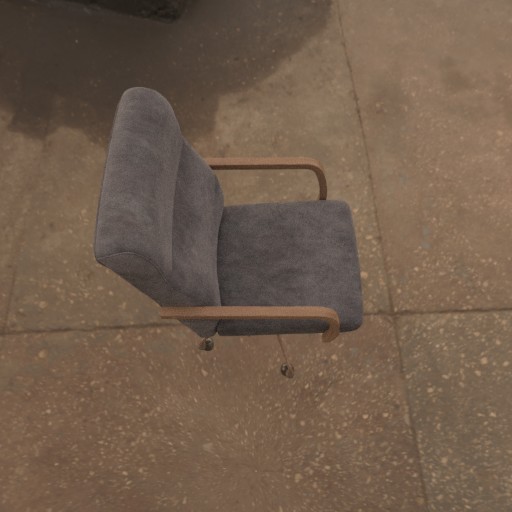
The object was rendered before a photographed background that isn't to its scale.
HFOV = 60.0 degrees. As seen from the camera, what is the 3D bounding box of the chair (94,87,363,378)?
[{"bbox_3d":[0.000,0.000,1.488,0.741,1.029,0.640,0,64,0],"label":"chair"}]
